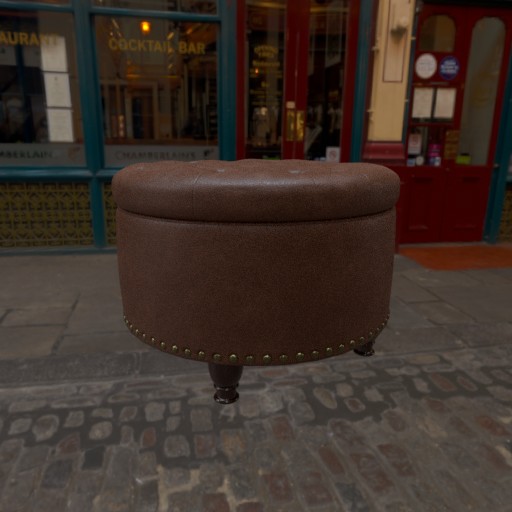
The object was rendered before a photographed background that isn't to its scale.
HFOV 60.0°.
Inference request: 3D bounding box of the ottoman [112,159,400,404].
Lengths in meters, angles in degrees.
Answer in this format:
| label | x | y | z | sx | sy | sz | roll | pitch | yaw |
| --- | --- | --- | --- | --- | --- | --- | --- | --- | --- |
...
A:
| label | x | y | z | sx | sy | sz | roll | pitch | yaw |
| --- | --- | --- | --- | --- | --- | --- | --- | --- | --- |
| ottoman | 0.000 | 0.000 | 1.069 | 0.637 | 0.442 | 0.637 | 0 | 14 | 0 |
